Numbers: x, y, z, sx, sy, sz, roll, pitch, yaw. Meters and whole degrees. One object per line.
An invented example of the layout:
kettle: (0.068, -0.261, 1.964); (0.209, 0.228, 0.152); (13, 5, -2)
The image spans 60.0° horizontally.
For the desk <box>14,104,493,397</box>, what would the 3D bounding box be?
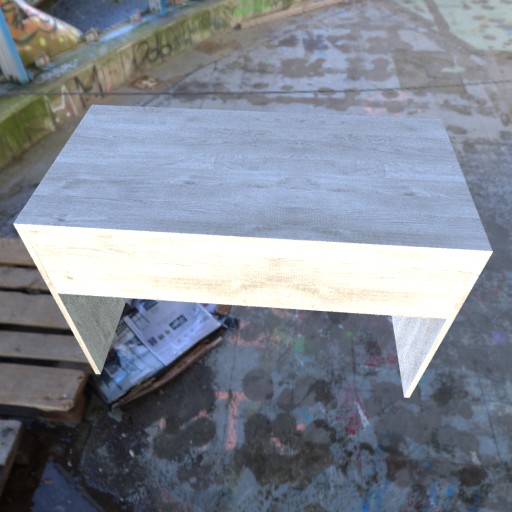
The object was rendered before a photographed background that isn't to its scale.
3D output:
desk: (0.000, 0.000, 1.469); (1.100, 0.730, 0.560); (3, 47, 3)
